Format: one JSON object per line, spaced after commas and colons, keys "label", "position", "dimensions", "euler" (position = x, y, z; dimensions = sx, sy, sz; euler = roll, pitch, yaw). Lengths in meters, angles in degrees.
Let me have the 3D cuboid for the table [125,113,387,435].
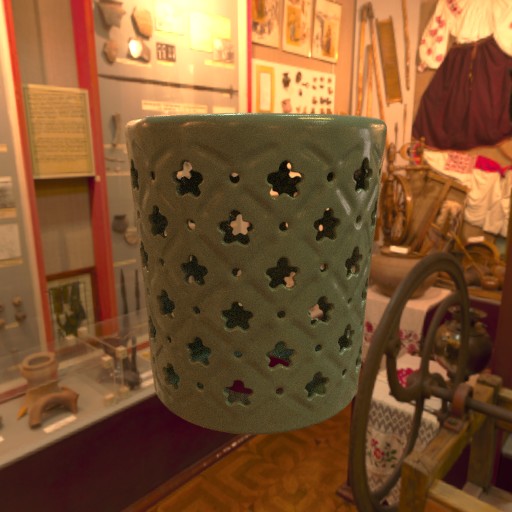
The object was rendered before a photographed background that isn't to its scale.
{"label": "table", "position": [0.000, 0.000, 0.658], "dimensions": [0.352, 0.387, 0.352], "euler": [0, 14, 0]}
